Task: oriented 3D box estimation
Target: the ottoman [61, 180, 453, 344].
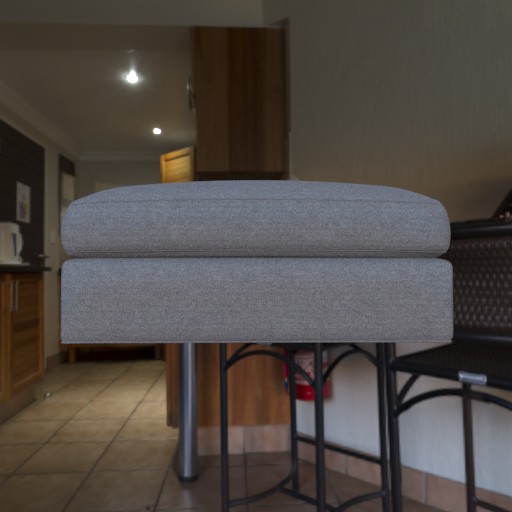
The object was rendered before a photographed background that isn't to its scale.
[{"bbox_3d":[0.000,0.000,1.655,1.041,0.470,1.041,0,-1,-1],"label":"ottoman"}]
